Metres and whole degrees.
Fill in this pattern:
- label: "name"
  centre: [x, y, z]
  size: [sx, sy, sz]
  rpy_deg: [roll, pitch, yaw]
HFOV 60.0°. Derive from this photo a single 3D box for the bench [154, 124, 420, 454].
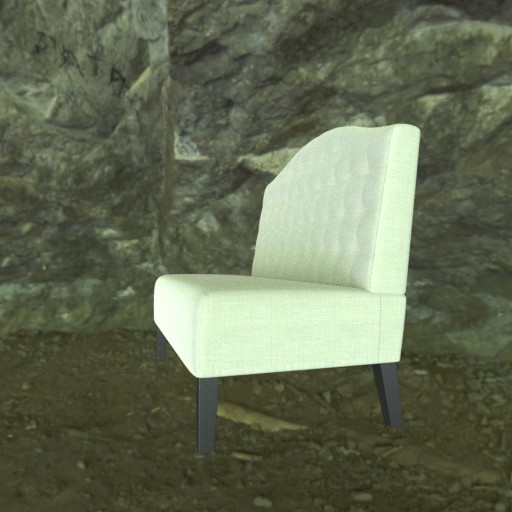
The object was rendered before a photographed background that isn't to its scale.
- label: "bench"
  centre: [0.000, 0.000, 2.043]
  size: [0.815, 1.180, 1.335]
  rpy_deg: [0, -1, -18]
